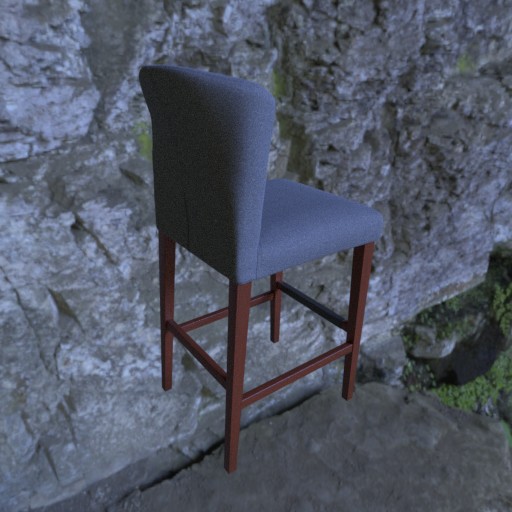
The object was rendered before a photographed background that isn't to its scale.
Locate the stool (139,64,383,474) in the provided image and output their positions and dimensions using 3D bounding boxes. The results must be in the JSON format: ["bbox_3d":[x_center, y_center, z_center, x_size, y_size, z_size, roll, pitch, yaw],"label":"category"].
[{"bbox_3d":[0.000,0.000,1.334,0.568,1.069,0.481,-17,30,-32],"label":"stool"}]
